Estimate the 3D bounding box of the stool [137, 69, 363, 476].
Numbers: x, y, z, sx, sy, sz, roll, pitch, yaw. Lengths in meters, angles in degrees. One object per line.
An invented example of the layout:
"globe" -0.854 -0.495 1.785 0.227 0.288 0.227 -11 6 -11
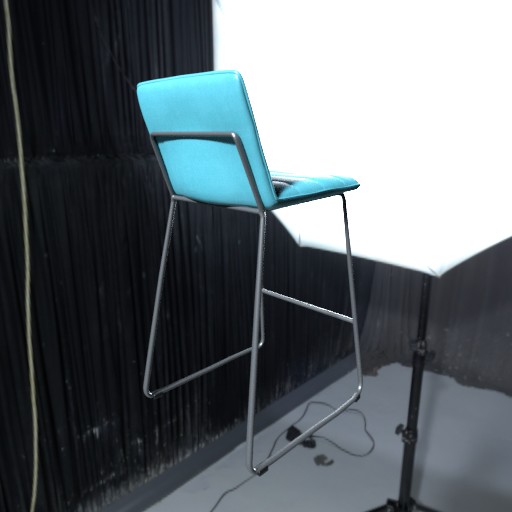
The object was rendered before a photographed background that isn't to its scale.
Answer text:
"stool" 0.000 0.000 1.283 0.489 0.936 0.524 15 21 43
